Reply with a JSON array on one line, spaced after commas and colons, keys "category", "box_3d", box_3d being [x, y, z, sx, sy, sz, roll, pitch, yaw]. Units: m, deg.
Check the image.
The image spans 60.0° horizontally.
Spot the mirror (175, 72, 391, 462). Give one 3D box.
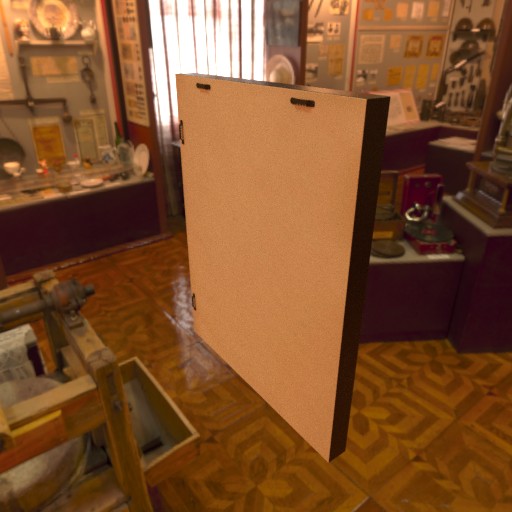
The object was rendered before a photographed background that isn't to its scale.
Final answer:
[{"category": "mirror", "box_3d": [0.000, 0.000, 0.695, 0.041, 0.509, 0.406, -18, 31, -32]}]
